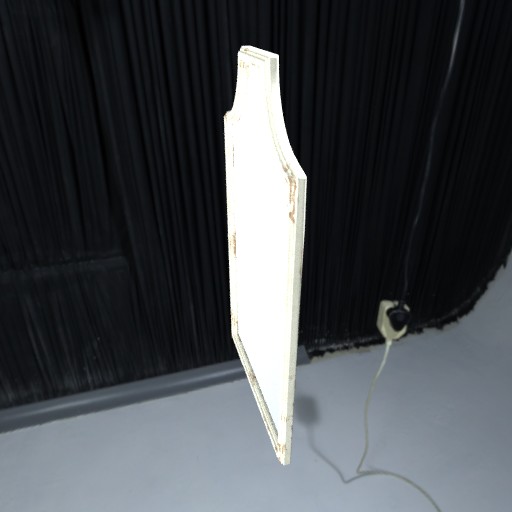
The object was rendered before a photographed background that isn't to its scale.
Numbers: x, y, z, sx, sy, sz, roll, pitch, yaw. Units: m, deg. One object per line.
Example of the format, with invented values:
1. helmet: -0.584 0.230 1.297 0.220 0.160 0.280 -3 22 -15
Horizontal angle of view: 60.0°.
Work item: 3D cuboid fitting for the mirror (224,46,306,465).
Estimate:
1. mirror: 0.000 0.000 0.849 0.022 0.717 0.403 -8 31 -14
